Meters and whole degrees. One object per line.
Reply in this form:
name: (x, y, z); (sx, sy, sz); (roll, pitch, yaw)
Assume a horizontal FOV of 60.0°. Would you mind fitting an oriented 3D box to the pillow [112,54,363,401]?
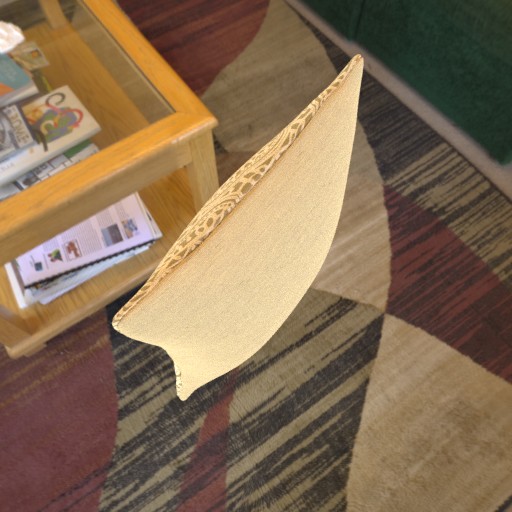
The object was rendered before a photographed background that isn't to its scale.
pillow: (0.000, 0.000, 0.658); (0.167, 0.421, 0.438); (34, 69, 15)
